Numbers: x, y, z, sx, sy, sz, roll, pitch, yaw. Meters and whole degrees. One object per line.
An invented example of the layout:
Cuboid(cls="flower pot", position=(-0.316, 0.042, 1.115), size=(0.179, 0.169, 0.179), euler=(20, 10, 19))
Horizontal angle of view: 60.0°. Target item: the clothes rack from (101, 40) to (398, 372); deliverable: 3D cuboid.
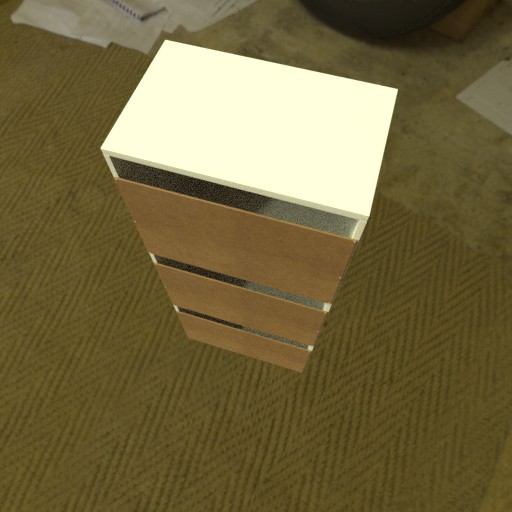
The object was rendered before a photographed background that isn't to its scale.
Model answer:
Cuboid(cls="clothes rack", position=(0.000, 0.000, 1.379), size=(0.500, 1.187, 0.331), euler=(15, 64, 8))
